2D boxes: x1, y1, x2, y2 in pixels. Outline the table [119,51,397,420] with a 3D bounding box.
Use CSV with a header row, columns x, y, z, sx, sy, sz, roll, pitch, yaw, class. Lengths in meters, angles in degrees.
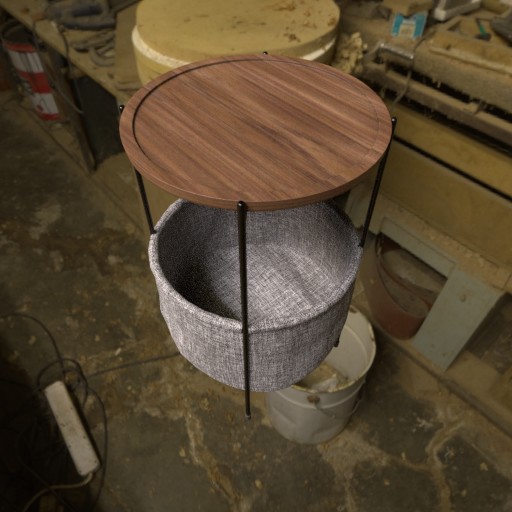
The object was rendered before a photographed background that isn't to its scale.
x,y,z,sx,sy,sz,roll,pitch,yaw,class
0.000,0.000,0.872,0.400,0.623,0.400,-32,56,-26,table
